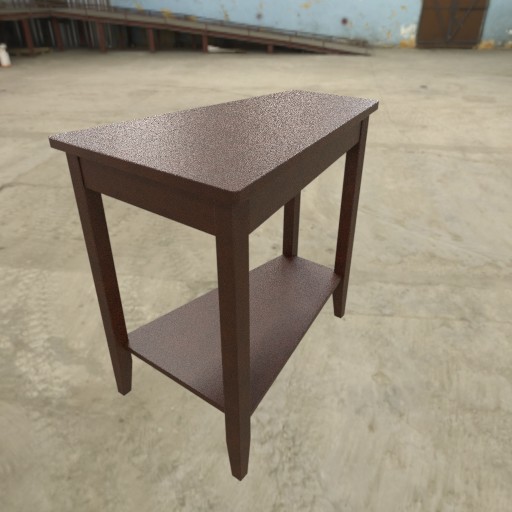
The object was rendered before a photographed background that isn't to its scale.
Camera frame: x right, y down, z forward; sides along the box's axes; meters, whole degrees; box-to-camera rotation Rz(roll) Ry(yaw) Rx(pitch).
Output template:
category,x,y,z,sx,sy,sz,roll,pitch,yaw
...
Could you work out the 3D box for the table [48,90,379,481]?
category,x,y,z,sx,sy,sz,roll,pitch,yaw
table,0.000,0.000,0.973,0.399,0.589,0.605,21,36,32
